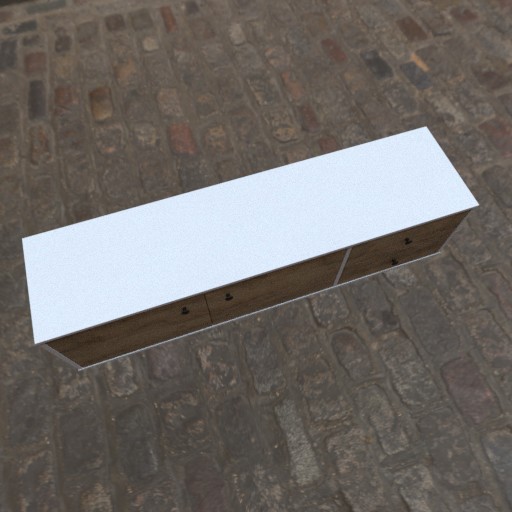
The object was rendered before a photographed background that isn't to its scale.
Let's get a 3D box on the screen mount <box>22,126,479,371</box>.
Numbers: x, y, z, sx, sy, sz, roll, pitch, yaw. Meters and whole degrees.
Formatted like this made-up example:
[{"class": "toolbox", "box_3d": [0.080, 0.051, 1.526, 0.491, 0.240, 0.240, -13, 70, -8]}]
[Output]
[{"class": "screen mount", "box_3d": [0.000, 0.000, 1.822, 1.600, 0.520, 0.418, -17, 65, -8]}]
